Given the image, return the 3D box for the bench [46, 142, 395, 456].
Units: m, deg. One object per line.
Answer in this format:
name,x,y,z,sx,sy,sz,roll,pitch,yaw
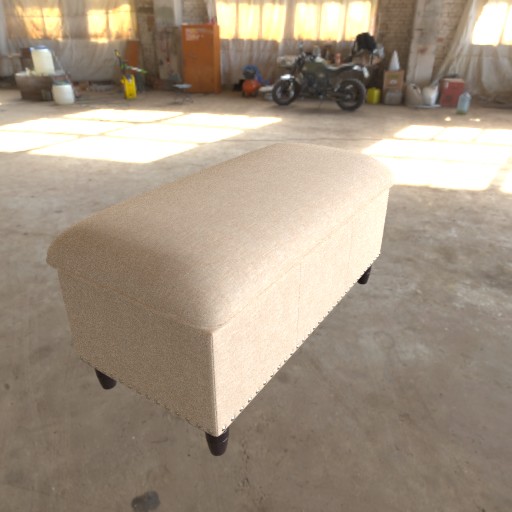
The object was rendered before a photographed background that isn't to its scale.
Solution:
bench,0.000,0.000,1.256,0.483,0.483,0.991,17,33,29
